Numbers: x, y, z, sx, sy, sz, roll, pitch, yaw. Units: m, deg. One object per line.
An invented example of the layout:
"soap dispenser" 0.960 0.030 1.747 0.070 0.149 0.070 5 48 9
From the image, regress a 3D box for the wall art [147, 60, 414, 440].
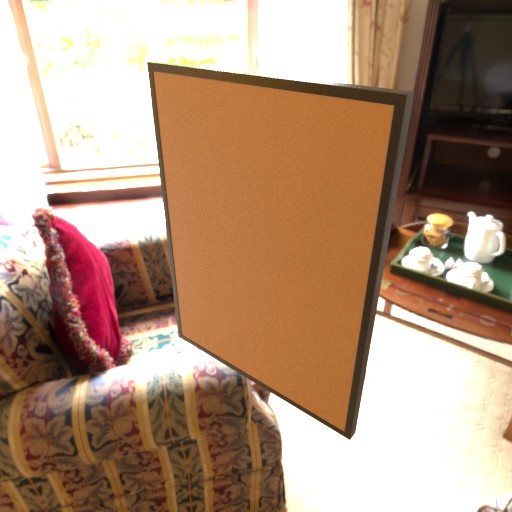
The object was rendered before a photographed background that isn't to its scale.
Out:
"wall art" 0.000 0.000 1.383 0.804 1.061 0.039 22 37 33
